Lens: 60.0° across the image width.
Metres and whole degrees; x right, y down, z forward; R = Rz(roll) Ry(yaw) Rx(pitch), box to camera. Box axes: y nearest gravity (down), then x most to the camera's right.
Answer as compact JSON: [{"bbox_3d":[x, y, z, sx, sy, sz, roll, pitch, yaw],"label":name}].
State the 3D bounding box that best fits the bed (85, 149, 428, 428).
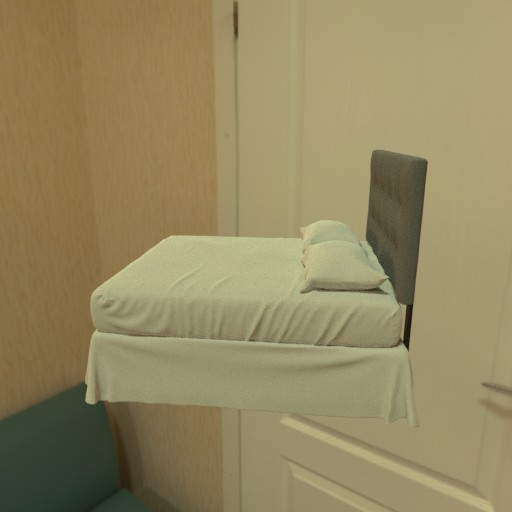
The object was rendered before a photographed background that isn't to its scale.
[{"bbox_3d":[0.000,0.000,3.454,2.222,1.577,1.936,2,15,7],"label":"bed"}]
